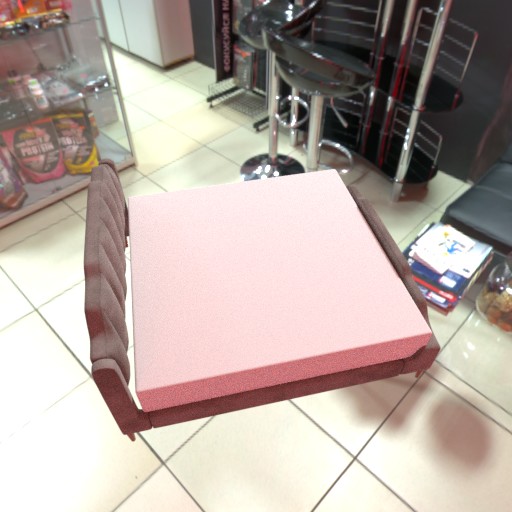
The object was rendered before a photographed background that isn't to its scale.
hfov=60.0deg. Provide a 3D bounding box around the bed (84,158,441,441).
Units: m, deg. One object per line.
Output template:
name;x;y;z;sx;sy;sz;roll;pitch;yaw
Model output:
bed;0.000;0.000;3.580;2.340;1.245;2.074;-9;47;-9
